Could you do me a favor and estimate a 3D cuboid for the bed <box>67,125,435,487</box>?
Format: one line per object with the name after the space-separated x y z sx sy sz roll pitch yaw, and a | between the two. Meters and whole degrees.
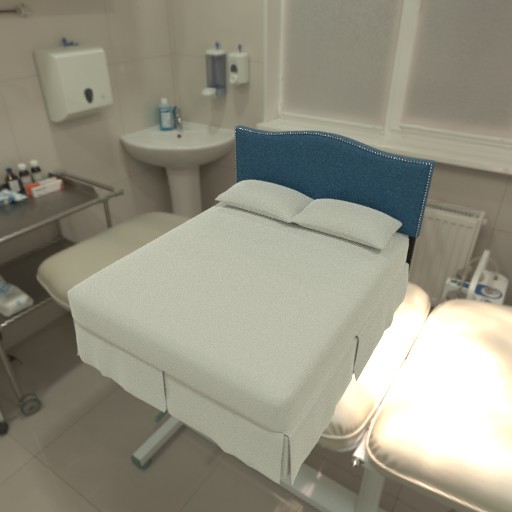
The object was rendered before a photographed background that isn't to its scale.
0.000 0.000 2.856 1.610 1.169 1.872 19 36 28 | bed
